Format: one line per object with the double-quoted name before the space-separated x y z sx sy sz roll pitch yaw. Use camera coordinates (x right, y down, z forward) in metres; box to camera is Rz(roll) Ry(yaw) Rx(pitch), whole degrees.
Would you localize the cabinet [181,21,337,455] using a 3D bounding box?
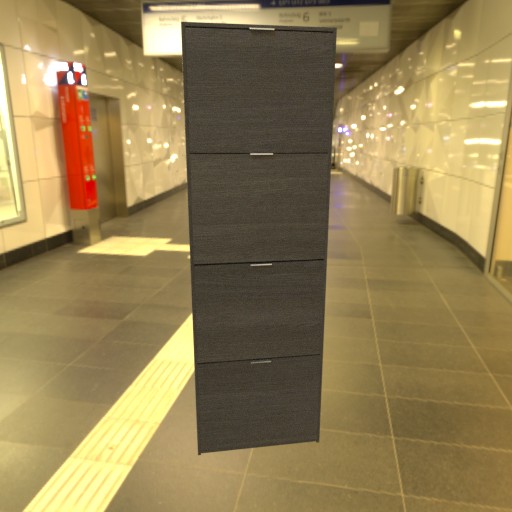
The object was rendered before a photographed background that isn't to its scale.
"cabinet" 0.000 0.000 1.768 0.520 1.630 0.255 -2 15 -9
